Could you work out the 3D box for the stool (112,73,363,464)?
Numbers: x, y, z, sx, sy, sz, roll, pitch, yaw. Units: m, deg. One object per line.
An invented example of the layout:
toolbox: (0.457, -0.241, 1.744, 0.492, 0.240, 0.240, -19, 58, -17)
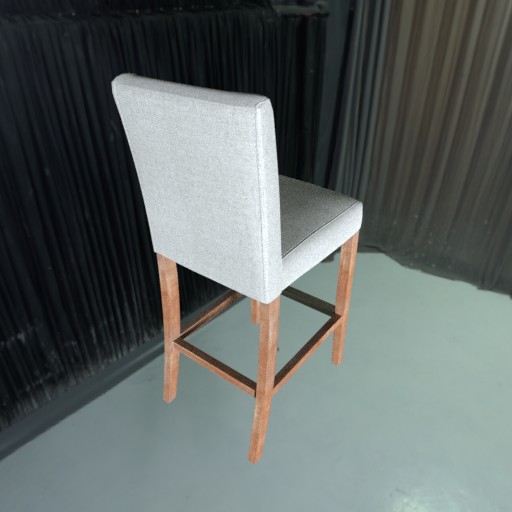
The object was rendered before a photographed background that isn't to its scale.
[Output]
stool: (0.000, 0.000, 1.363, 0.439, 1.088, 0.570, 22, 39, 31)
